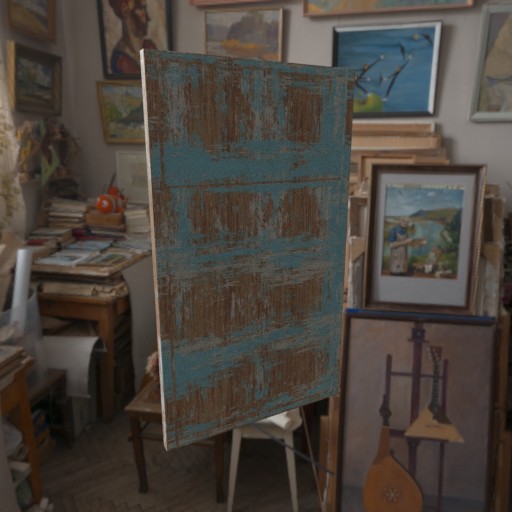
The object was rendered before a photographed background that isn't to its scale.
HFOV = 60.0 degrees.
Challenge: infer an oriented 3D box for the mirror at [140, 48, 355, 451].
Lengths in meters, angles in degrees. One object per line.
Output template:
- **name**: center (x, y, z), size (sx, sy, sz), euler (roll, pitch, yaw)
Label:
- **mirror**: center (0.000, 0.000, 1.495), size (0.707, 1.213, 0.083), euler (-8, 16, -28)
